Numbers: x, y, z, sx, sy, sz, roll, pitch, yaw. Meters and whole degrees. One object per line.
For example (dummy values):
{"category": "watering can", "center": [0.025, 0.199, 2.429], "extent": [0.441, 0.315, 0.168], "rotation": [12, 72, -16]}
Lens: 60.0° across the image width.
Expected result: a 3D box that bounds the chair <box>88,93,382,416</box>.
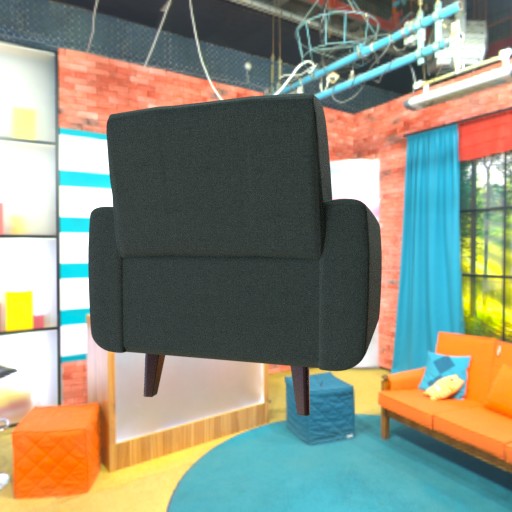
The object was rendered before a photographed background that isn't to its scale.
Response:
{"category": "chair", "center": [0.000, 0.000, 1.568], "extent": [0.831, 0.841, 0.909], "rotation": [0, 1, 18]}
